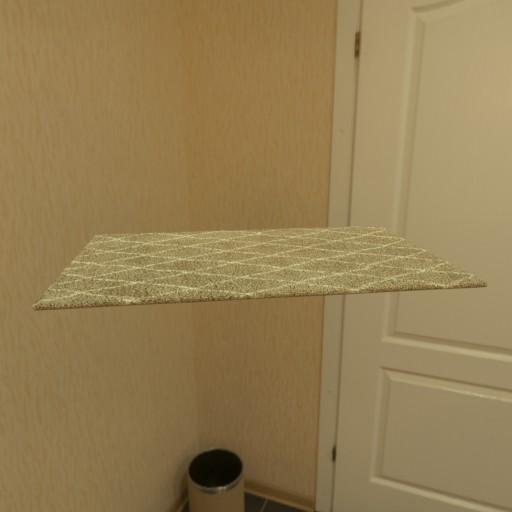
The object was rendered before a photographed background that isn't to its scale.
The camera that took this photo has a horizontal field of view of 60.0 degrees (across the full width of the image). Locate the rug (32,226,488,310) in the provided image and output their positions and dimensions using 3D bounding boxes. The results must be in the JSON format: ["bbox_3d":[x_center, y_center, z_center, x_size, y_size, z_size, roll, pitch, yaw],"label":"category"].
[{"bbox_3d":[0.000,0.000,3.057,2.438,0.030,1.524,-2,16,-8],"label":"rug"}]
